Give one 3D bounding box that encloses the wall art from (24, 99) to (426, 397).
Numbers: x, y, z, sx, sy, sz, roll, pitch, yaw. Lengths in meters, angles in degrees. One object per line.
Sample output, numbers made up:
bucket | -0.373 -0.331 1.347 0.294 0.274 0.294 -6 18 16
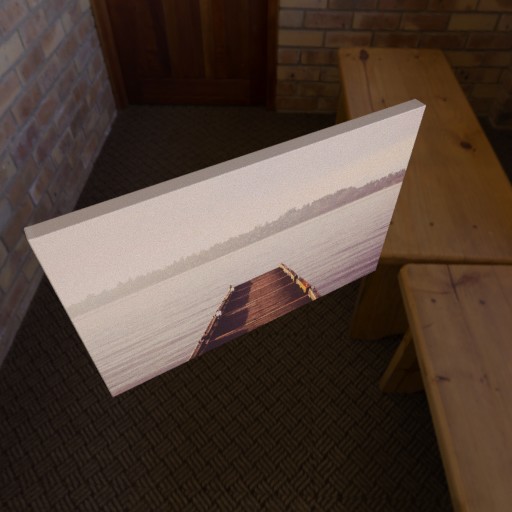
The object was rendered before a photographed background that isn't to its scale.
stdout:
wall art | 0.000 0.000 1.142 0.916 0.609 0.037 -23 52 -19
